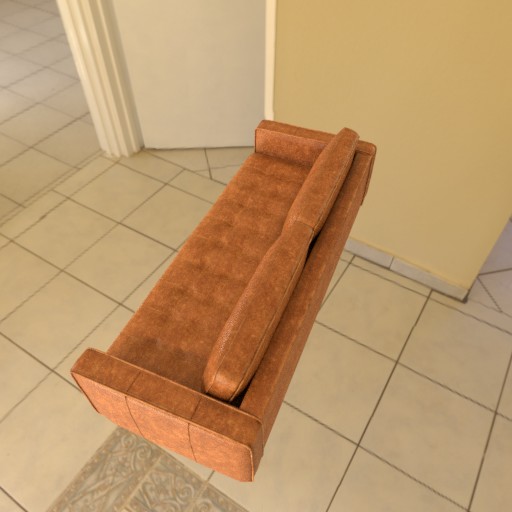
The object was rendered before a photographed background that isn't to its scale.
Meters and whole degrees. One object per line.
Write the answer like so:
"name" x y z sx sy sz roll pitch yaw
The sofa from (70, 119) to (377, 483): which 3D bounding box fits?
"sofa" 0.000 0.000 2.590 0.886 0.779 2.199 18 51 15
